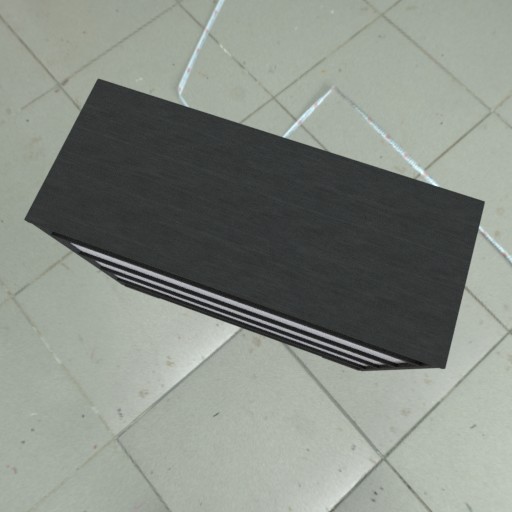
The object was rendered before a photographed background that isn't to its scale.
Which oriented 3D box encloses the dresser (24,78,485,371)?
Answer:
[{"bbox_3d":[0.000,0.000,1.422,0.994,0.816,0.404,19,76,5],"label":"dresser"}]
